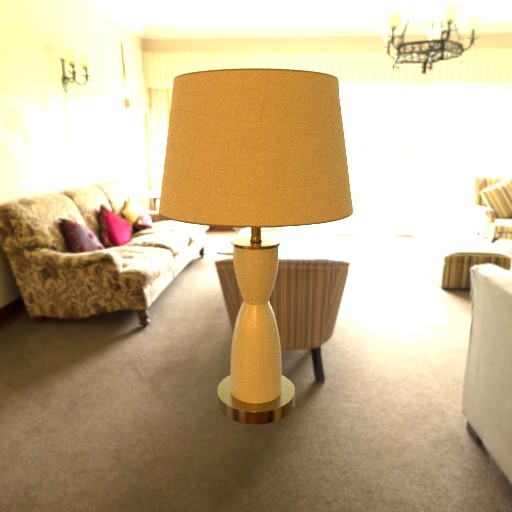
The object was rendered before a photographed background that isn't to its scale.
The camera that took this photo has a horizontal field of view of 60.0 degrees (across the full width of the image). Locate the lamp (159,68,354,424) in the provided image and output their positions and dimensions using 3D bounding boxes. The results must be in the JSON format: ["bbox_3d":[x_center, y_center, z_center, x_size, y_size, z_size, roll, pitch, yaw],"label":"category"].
[{"bbox_3d":[0.000,0.000,0.736,0.309,0.545,0.309,0,15,0],"label":"lamp"}]
